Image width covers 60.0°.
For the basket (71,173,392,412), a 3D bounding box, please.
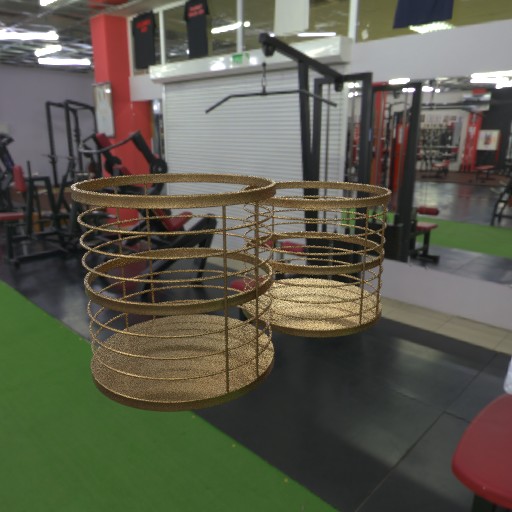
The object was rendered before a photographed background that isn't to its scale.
[{"bbox_3d":[0.000,0.000,0.972,0.746,0.351,0.356,-14,21,-42],"label":"basket"}]
